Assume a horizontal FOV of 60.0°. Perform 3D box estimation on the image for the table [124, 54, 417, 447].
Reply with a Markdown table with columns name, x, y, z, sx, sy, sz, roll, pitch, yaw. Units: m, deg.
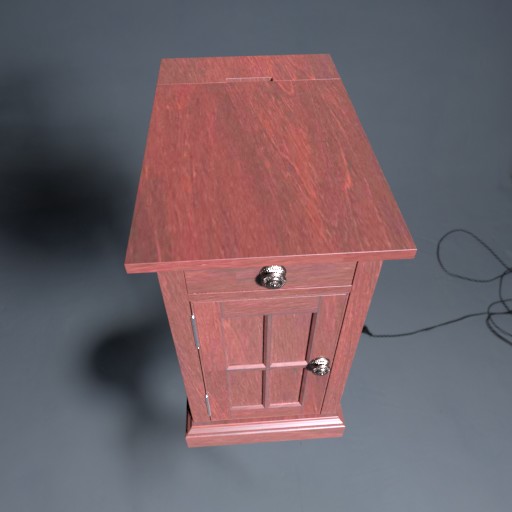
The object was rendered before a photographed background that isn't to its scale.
| name | x | y | z | sx | sy | sz | roll | pitch | yaw |
| --- | --- | --- | --- | --- | --- | --- | --- | --- | --- |
| table | 0.000 | 0.000 | 0.957 | 0.356 | 0.612 | 0.584 | -3 | 47 | -3 |
